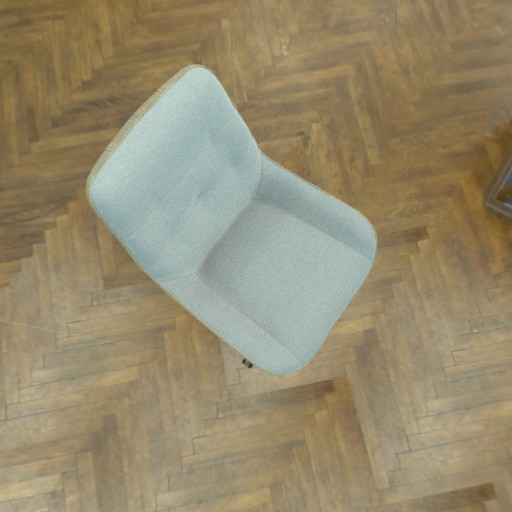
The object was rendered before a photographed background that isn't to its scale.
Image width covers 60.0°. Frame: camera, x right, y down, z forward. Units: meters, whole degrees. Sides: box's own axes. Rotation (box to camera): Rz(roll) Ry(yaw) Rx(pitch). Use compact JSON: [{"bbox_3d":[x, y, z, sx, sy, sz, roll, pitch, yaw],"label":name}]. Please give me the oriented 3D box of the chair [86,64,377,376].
[{"bbox_3d":[0.000,0.000,1.348,0.668,0.952,0.564,35,78,8],"label":"chair"}]
